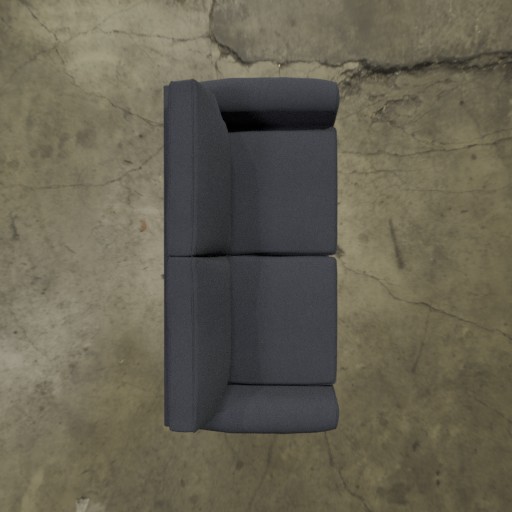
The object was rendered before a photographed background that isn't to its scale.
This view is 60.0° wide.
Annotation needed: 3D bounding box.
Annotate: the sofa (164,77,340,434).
[{"bbox_3d":[0.000,0.000,2.599,0.951,1.031,2.009,0,90,2],"label":"sofa"}]
